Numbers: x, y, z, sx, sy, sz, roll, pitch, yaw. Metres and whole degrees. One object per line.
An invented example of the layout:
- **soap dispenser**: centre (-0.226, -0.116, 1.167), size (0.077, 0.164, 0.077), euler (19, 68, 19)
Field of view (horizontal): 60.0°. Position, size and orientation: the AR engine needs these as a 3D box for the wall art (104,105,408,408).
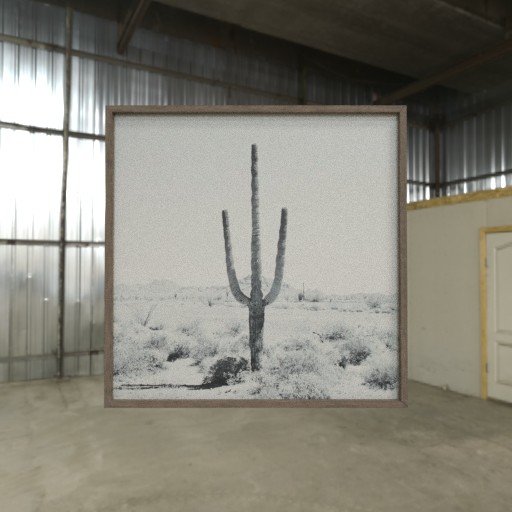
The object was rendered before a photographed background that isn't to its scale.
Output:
- **wall art**: centre (0.000, 0.000, 0.763), size (0.508, 0.508, 0.038), euler (0, -1, 0)
